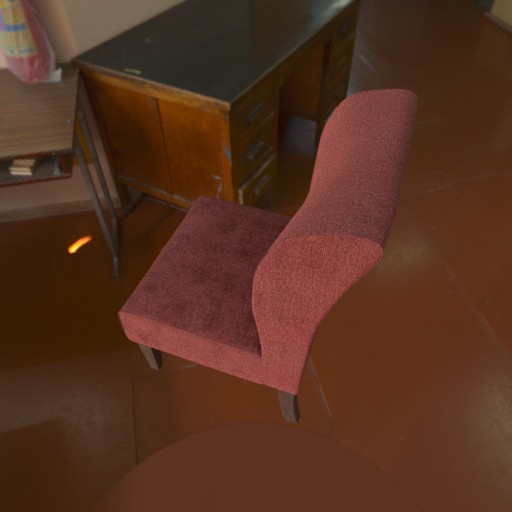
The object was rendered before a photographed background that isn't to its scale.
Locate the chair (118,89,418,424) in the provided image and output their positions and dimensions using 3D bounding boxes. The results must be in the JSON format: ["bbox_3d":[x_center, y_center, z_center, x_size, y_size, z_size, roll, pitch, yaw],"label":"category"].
[{"bbox_3d":[0.000,0.000,1.243,0.640,0.846,0.538,16,50,14],"label":"chair"}]
